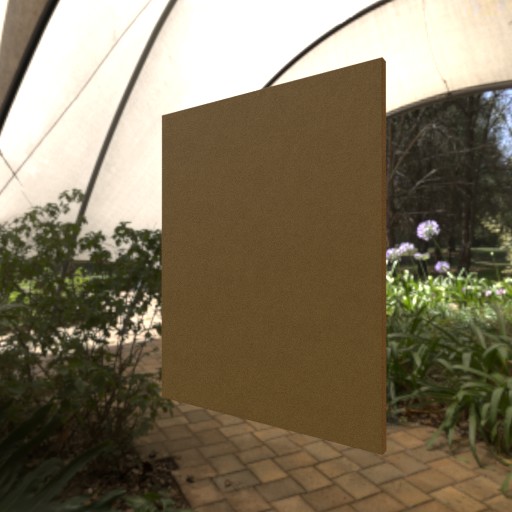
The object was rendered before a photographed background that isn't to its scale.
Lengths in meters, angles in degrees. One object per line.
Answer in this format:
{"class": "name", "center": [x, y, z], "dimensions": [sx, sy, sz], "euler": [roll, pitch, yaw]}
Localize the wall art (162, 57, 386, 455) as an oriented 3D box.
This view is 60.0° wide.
{"class": "wall art", "center": [0.000, 0.000, 1.357], "dimensions": [0.798, 1.002, 0.030], "euler": [0, 0, 35]}
